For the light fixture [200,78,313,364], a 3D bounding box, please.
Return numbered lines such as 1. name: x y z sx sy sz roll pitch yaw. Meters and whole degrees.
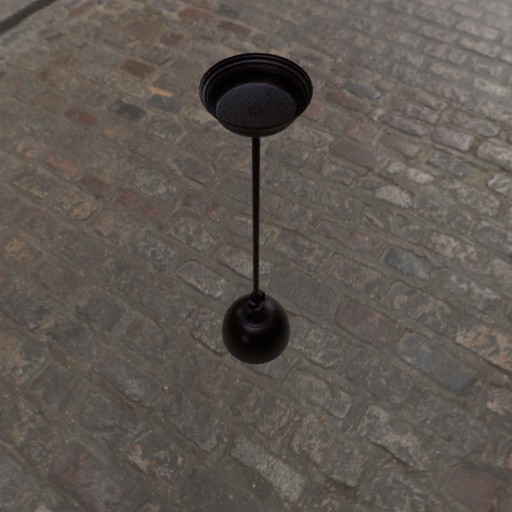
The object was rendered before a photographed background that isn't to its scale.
1. light fixture: 0.000 0.000 0.856 0.182 0.768 0.182 29 63 17
